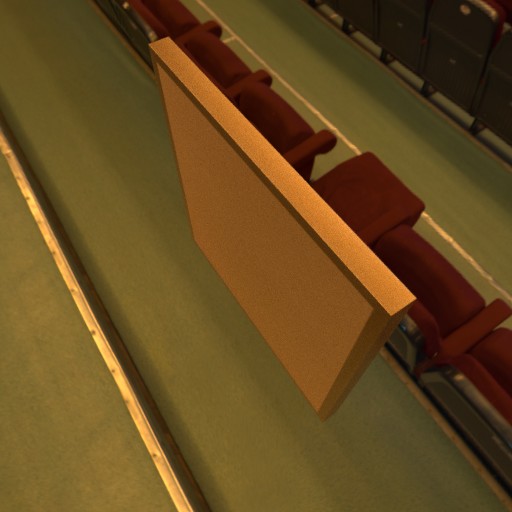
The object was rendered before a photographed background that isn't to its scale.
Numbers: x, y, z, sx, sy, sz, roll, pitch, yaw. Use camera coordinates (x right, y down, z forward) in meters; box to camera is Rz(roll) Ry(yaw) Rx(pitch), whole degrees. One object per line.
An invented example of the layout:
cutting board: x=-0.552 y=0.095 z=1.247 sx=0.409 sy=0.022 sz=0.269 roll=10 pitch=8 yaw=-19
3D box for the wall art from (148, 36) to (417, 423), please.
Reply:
wall art: x=0.000 y=0.000 z=0.751 sx=0.033 sy=0.509 sz=0.510 roll=-30 pitch=63 yaw=-17
